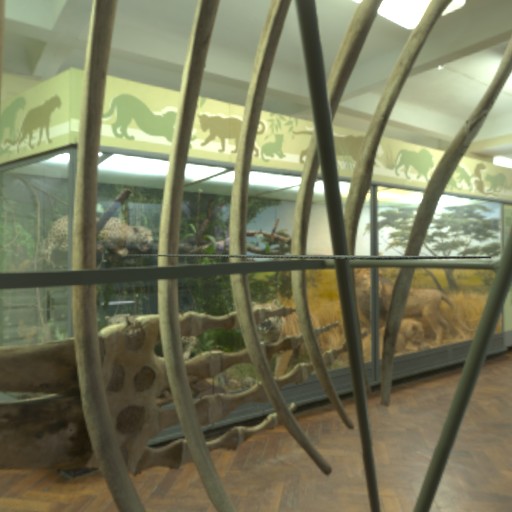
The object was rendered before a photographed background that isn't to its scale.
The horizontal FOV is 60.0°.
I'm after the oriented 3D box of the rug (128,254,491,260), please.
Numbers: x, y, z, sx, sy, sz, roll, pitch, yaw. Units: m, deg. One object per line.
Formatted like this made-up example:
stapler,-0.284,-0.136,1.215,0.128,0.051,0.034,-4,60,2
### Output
rug,0.000,0.000,2.481,0.686,0.008,2.286,0,0,-35
